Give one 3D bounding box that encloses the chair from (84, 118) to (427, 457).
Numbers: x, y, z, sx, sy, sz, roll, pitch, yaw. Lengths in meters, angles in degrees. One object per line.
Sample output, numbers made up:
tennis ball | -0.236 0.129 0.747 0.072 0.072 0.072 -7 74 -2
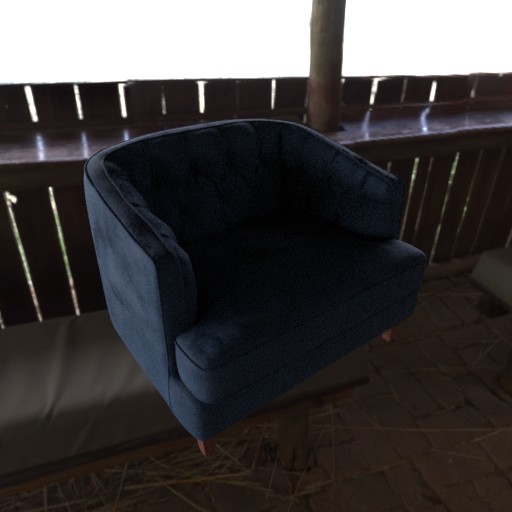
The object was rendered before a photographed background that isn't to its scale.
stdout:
chair | 0.000 0.000 1.761 1.094 0.852 0.940 -21 36 -32
